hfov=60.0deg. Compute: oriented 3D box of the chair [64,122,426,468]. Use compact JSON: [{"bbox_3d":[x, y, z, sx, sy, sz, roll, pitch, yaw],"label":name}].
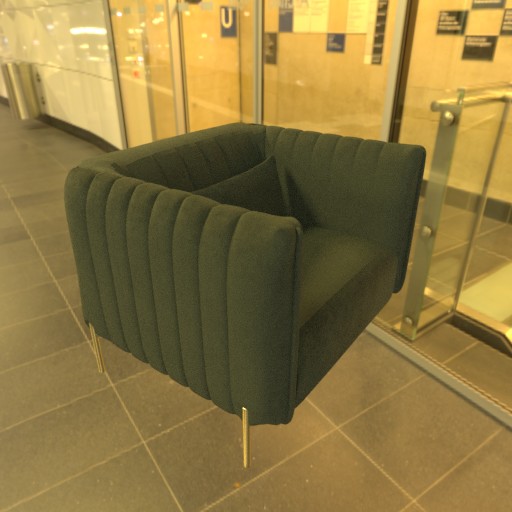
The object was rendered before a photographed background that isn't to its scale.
[{"bbox_3d":[0.000,0.000,1.654,0.877,0.794,1.032,18,33,32],"label":"chair"}]
